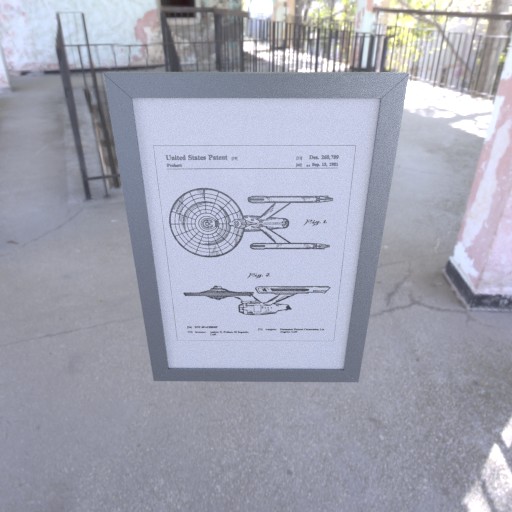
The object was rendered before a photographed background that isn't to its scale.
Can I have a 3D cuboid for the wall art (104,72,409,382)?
[{"bbox_3d":[0.000,0.000,0.685,0.376,0.529,0.013,0,31,0],"label":"wall art"}]
